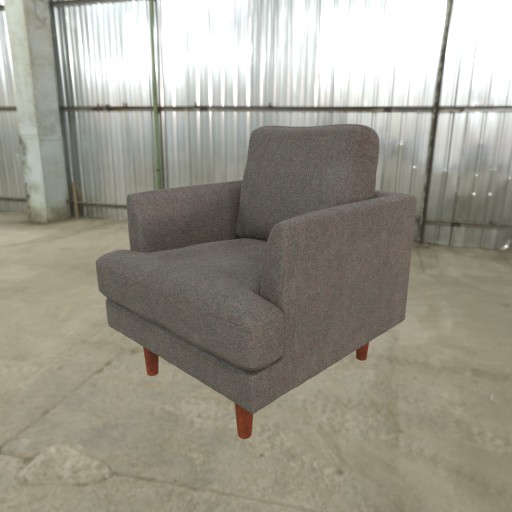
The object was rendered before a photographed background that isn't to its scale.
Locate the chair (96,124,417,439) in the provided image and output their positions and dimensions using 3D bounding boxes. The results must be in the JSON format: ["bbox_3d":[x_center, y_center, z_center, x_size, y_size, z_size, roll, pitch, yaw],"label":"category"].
[{"bbox_3d":[0.000,0.000,1.673,0.858,0.957,0.899,15,22,42],"label":"chair"}]
